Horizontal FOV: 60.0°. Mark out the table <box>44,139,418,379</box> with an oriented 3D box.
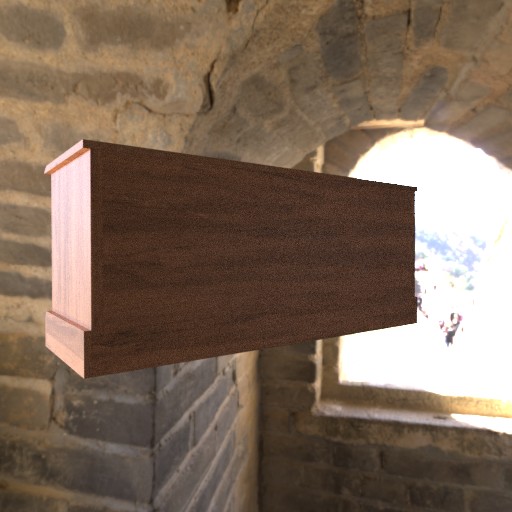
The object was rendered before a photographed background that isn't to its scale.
[{"bbox_3d":[0.000,0.000,1.457,1.200,0.510,0.400,-1,1,-36],"label":"table"}]
